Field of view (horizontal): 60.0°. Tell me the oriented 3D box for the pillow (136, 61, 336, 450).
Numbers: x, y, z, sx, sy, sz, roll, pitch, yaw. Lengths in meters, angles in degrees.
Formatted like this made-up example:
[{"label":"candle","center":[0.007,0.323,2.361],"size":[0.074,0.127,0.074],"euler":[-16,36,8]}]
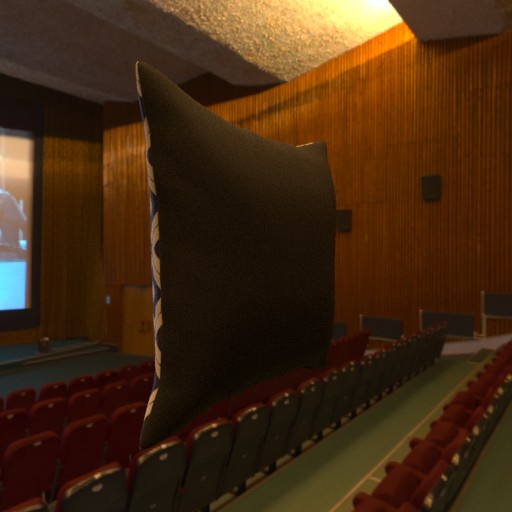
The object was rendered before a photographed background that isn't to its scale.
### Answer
[{"label":"pillow","center":[0.000,0.000,0.760],"size":[0.188,0.494,0.504],"euler":[0,1,36]}]
